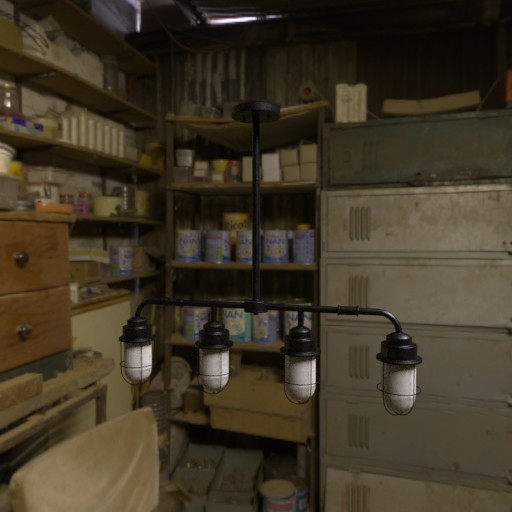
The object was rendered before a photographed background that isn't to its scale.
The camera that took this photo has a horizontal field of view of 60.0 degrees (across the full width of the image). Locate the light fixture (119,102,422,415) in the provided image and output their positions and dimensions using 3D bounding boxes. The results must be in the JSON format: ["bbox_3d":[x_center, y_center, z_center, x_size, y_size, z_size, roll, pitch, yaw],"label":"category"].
[{"bbox_3d":[0.000,0.000,1.203,0.852,0.785,0.131,1,2,18],"label":"light fixture"}]
